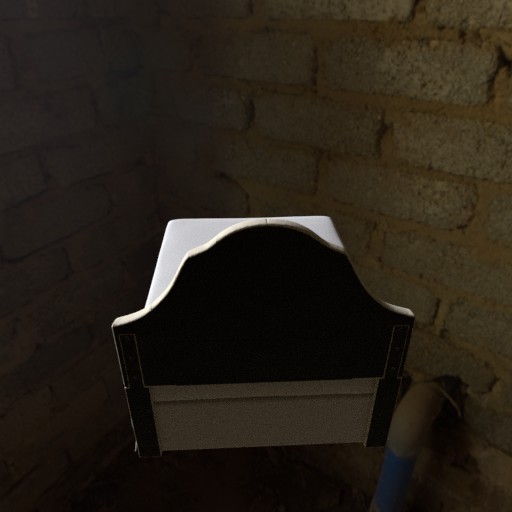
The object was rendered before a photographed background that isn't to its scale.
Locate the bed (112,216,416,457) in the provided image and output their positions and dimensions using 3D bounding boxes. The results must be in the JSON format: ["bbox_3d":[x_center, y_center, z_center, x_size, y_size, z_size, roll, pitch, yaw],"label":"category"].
[{"bbox_3d":[0.000,0.000,3.224,1.627,1.575,2.092,-1,31,-2],"label":"bed"}]
